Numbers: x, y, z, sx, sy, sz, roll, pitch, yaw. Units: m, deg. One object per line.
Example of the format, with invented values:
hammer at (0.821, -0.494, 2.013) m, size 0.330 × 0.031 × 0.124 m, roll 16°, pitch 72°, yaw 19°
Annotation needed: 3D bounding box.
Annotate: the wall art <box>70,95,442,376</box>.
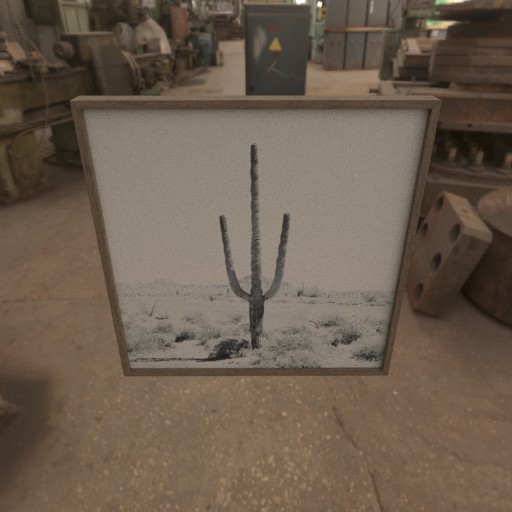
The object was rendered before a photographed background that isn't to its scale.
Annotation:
wall art at (0.000, 0.000, 0.746) m, size 0.508 × 0.508 × 0.038 m, roll 0°, pitch 29°, yaw 0°
